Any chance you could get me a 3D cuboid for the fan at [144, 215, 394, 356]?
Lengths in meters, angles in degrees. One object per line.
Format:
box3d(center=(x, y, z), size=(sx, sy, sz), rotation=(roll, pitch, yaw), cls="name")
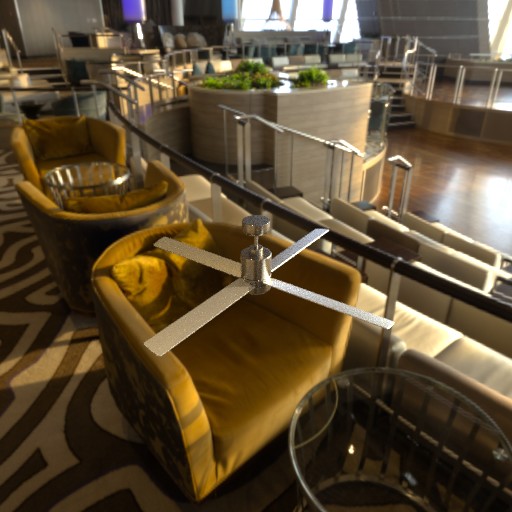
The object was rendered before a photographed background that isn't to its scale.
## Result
box3d(center=(0.000, 0.000, 2.043), size=(1.322, 0.355, 1.322), rotation=(19, 33, 31), cls="fan")
